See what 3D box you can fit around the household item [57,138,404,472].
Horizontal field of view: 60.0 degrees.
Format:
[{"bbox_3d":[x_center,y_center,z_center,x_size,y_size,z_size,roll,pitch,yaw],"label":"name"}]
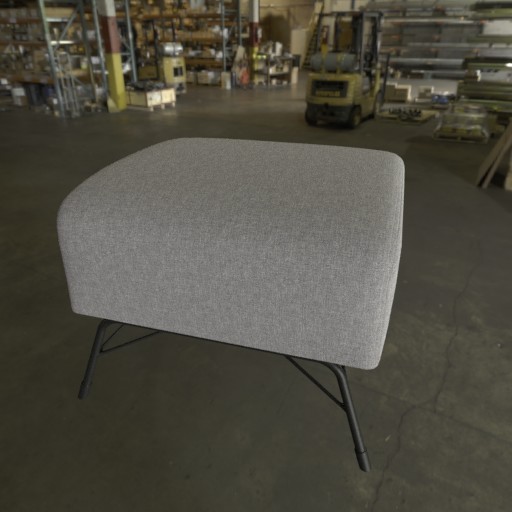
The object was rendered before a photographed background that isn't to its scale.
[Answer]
[{"bbox_3d":[0.000,0.000,0.880,0.530,0.410,0.530,8,28,15],"label":"household item"}]
